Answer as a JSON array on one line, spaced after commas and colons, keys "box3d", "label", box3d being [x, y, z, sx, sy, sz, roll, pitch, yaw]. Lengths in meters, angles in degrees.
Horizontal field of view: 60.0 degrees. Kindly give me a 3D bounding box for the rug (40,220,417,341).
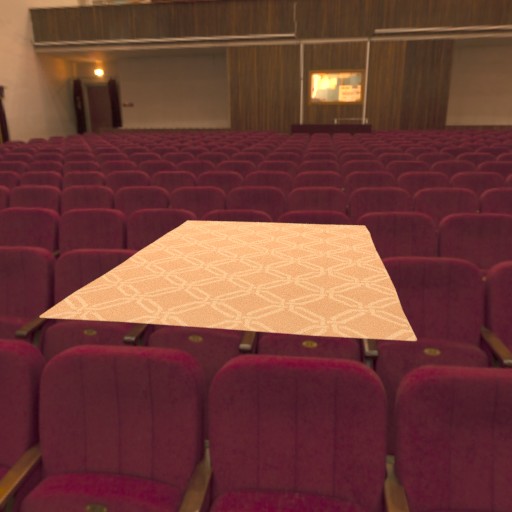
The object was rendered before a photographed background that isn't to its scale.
[{"box3d": [0.000, 0.000, 2.740, 1.524, 0.013, 2.135, 2, 16, 8], "label": "rug"}]
